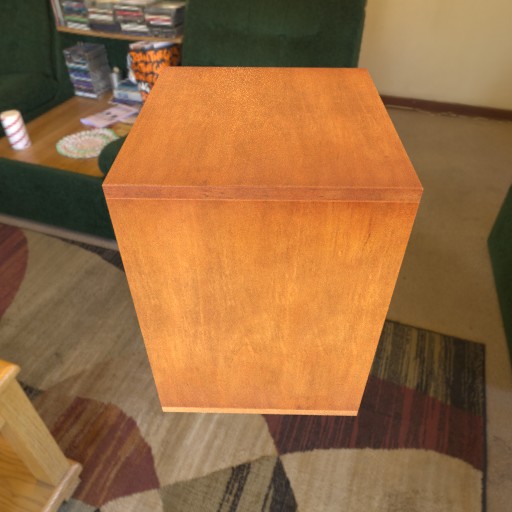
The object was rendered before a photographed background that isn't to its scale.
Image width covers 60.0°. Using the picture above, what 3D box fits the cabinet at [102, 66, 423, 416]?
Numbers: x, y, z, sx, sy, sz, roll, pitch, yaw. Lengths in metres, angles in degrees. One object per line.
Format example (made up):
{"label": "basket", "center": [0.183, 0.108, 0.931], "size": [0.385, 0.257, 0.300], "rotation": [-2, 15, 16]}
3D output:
{"label": "cabinet", "center": [0.000, 0.000, 0.866], "size": [0.401, 0.579, 0.409], "rotation": [1, 42, 1]}
